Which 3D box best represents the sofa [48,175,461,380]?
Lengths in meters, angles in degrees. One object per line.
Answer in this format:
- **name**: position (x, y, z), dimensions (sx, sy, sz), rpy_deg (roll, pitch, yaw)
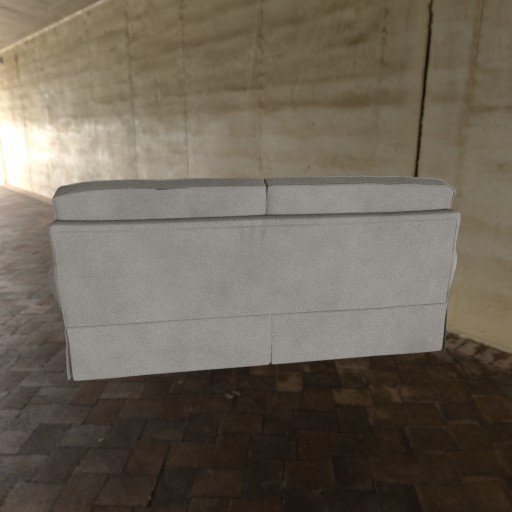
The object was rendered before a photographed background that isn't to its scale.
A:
- **sofa**: position (0.000, 0.000, 2.725), dimensions (2.246, 1.014, 0.900), rpy_deg (-3, 16, -9)
